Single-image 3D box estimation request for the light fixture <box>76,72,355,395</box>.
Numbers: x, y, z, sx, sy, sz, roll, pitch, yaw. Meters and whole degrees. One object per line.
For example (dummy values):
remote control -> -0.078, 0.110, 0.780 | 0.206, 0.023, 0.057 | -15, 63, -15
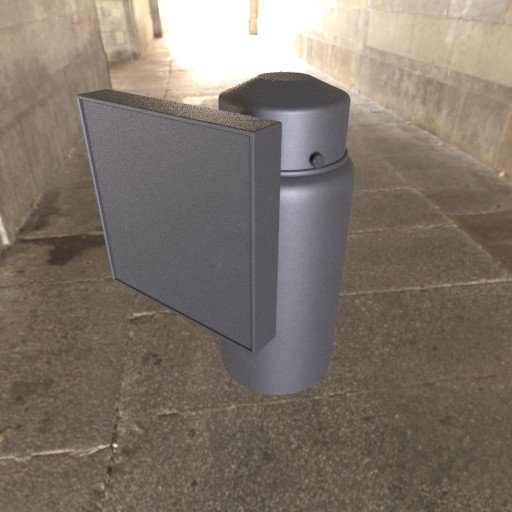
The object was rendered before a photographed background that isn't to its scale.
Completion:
light fixture -> 0.000, 0.000, 0.349 | 0.130, 0.257, 0.176 | 21, 37, 31
